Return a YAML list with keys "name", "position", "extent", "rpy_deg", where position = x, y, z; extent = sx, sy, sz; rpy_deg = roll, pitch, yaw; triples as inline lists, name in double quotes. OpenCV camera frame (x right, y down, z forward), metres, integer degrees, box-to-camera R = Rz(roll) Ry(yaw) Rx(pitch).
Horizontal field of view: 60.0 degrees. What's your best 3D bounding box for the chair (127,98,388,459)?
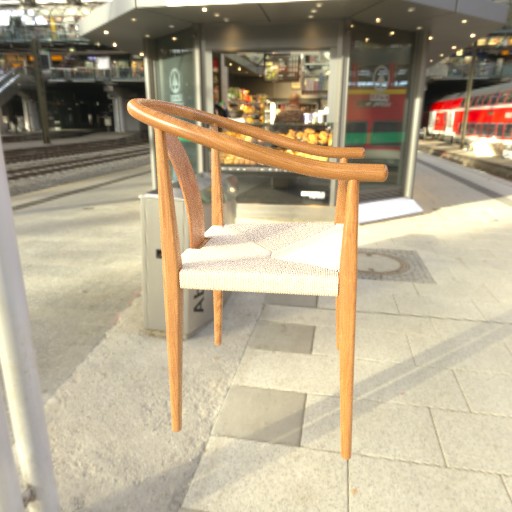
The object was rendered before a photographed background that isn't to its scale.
- name: "chair"
  position: [0.000, 0.000, 1.193]
  extent: [0.579, 0.800, 0.556]
  rpy_deg: [3, 17, 8]
